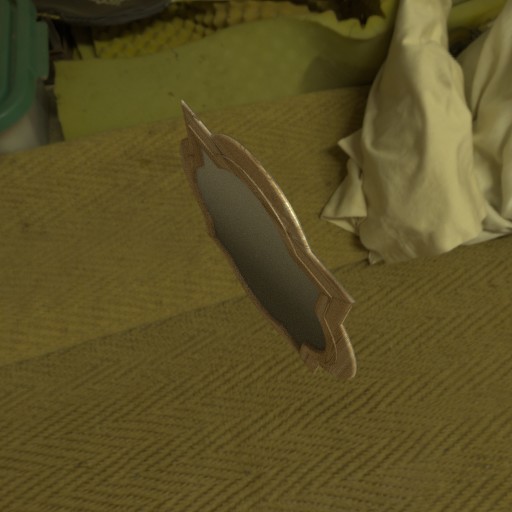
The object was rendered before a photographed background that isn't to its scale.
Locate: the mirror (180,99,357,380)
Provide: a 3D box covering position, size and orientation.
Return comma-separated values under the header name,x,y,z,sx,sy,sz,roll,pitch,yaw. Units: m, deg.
name,x,y,z,sx,sy,sz,roll,pitch,yaw
mirror,0.000,0.000,1.064,0.019,0.686,0.686,-32,68,-15
